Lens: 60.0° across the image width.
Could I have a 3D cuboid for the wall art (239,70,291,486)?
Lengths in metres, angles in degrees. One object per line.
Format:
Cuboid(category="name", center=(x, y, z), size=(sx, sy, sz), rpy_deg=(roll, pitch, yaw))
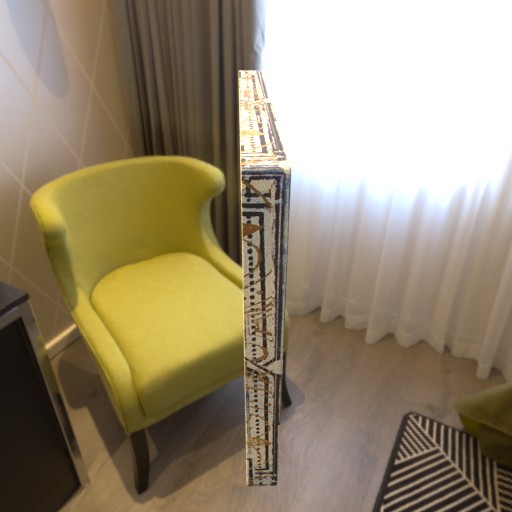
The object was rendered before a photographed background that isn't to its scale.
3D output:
Cuboid(category="wall art", center=(0.000, 0.000, 0.609), size=(0.038, 0.410, 0.411), rpy_deg=(-1, 32, -2))
